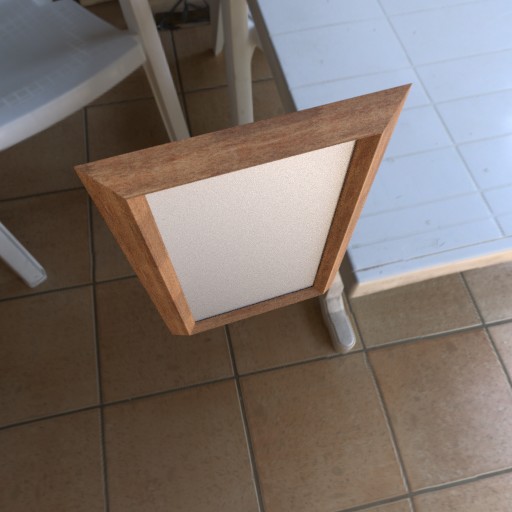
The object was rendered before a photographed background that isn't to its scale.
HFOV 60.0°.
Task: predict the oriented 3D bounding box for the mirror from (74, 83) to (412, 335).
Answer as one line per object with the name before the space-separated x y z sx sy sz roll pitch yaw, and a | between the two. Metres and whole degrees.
mirror | 0.000 0.000 1.254 0.651 1.010 0.047 -16 65 -8
